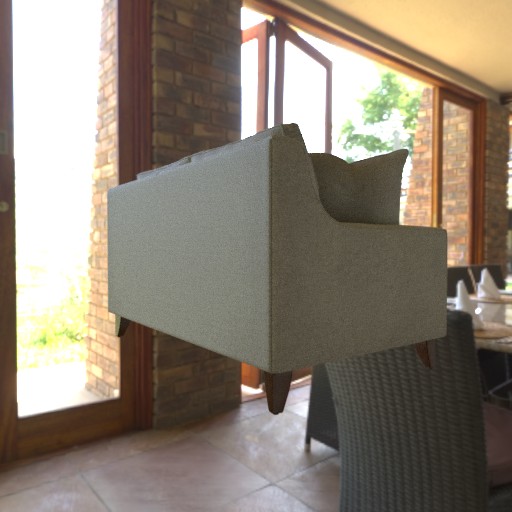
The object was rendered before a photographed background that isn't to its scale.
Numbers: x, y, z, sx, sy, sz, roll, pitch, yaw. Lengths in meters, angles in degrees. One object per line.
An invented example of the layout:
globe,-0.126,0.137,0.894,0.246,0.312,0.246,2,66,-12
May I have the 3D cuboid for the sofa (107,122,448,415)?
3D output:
sofa,0.000,0.000,2.021,0.915,0.863,1.422,-1,2,-36
